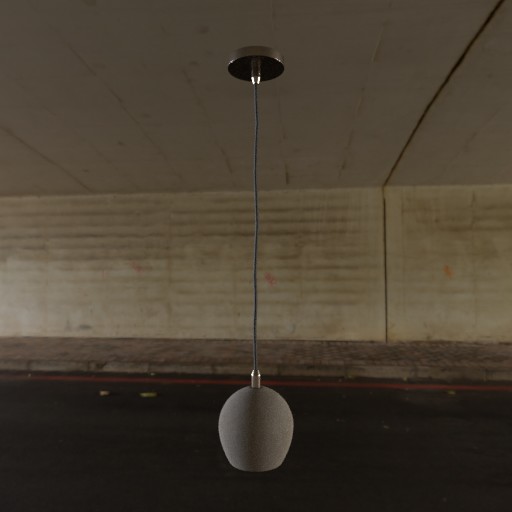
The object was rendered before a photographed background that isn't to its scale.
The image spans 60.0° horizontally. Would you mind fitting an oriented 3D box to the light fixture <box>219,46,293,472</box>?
[{"bbox_3d":[0.000,0.000,0.846,0.139,0.764,0.139,-2,-3,38],"label":"light fixture"}]
